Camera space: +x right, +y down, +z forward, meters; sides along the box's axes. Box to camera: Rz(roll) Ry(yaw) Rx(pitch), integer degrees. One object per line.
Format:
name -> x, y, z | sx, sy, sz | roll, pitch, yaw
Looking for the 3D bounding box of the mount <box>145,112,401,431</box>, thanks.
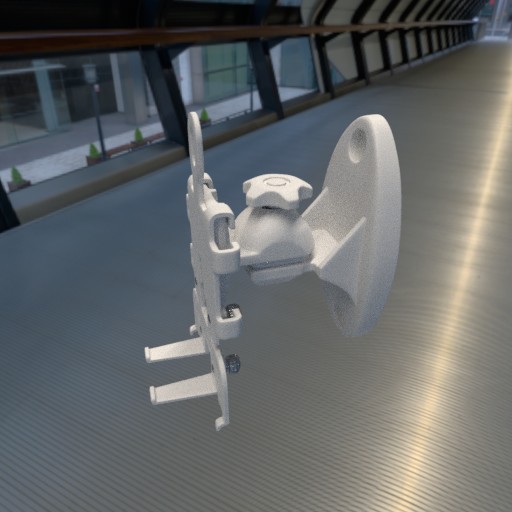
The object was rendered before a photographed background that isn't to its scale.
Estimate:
mount -> 0.000, 0.000, 0.184 | 0.100, 0.118, 0.066 | -8, 30, -15
